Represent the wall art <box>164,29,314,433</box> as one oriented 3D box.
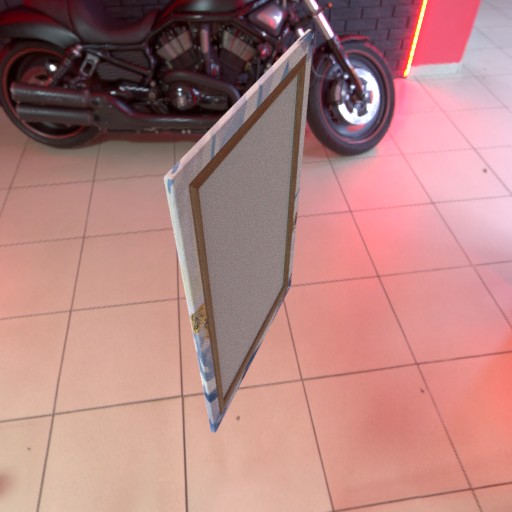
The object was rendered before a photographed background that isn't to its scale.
[{"bbox_3d":[0.000,0.000,1.148,0.016,0.914,0.610,18,49,16],"label":"wall art"}]
